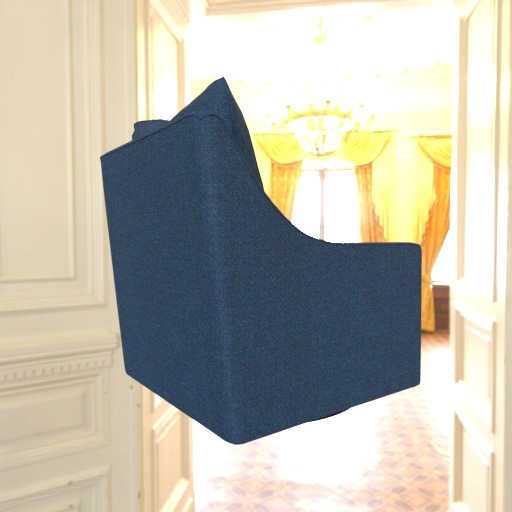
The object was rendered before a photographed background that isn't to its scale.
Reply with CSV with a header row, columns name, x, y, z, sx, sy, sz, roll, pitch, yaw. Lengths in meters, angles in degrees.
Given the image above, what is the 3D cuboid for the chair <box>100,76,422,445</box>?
name,x,y,z,sx,sy,sz,roll,pitch,yaw
chair,0.000,0.000,1.556,0.870,0.939,0.750,-2,3,-36
